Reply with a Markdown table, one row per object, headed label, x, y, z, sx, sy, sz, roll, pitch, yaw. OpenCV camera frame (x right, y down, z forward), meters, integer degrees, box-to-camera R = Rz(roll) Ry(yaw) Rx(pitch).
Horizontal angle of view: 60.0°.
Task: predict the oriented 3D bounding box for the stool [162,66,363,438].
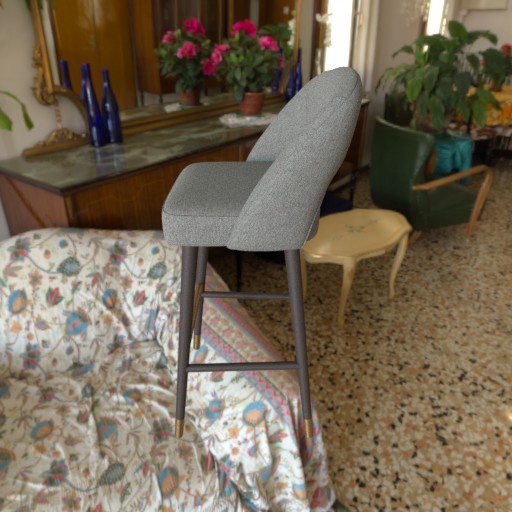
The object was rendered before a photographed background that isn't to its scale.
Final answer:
| label | x | y | z | sx | sy | sz | roll | pitch | yaw |
| --- | --- | --- | --- | --- | --- | --- | --- | --- | --- |
| stool | 0.000 | 0.000 | 1.386 | 0.524 | 1.089 | 0.536 | 0 | 27 | 1 |
